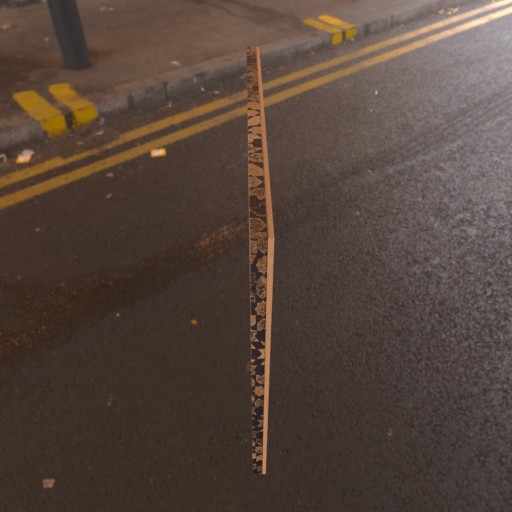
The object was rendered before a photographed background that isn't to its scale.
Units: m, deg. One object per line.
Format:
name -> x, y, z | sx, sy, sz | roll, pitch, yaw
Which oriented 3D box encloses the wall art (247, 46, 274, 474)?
wall art -> 0.000, 0.000, 1.335 | 0.038, 0.914, 0.914 | -1, 43, -1
